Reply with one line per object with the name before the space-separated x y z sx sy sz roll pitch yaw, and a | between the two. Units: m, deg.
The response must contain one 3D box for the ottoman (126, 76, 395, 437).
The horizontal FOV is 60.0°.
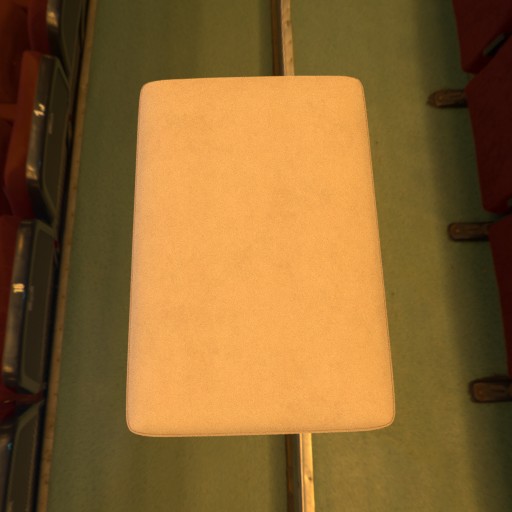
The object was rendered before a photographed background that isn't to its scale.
ottoman | 0.000 0.000 1.189 0.584 0.483 0.864 -2 76 0
